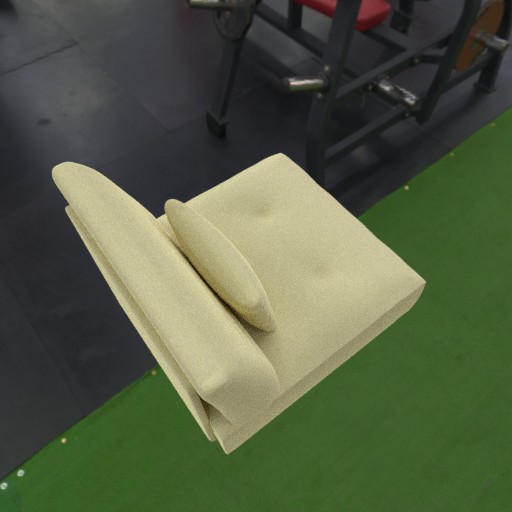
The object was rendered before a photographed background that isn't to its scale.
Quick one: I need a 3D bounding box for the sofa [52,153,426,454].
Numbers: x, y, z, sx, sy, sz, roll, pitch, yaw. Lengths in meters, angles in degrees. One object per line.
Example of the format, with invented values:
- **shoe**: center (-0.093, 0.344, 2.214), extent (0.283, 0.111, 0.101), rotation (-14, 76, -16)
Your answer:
- **sofa**: center (0.000, 0.000, 1.687), extent (1.000, 0.820, 0.930), rotation (-32, 63, -19)
